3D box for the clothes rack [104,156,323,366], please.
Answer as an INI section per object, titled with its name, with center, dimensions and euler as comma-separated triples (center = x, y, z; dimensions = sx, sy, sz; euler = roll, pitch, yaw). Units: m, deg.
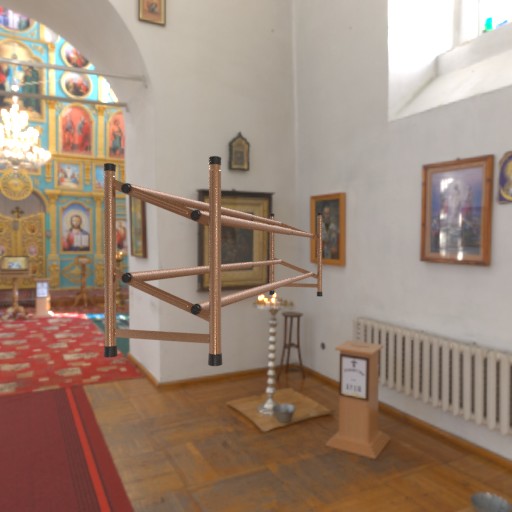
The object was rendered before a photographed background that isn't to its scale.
[clothes rack]
center = 0.000, 0.000, 1.321
dimensions = 0.229, 0.349, 1.168
euler = 0, 1, 17
